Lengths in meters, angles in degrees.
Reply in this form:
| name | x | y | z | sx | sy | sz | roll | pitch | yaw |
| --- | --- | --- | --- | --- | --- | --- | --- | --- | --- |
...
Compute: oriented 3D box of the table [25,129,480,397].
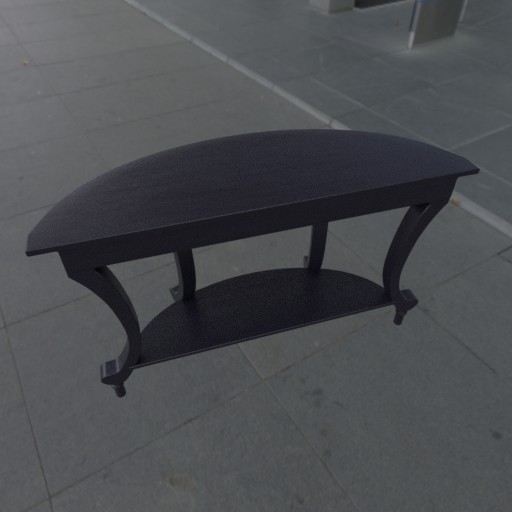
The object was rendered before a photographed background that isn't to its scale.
| name | x | y | z | sx | sy | sz | roll | pitch | yaw |
| --- | --- | --- | --- | --- | --- | --- | --- | --- | --- |
| table | 0.000 | 0.000 | 1.489 | 1.198 | 0.692 | 0.394 | -12 | 44 | -12 |
